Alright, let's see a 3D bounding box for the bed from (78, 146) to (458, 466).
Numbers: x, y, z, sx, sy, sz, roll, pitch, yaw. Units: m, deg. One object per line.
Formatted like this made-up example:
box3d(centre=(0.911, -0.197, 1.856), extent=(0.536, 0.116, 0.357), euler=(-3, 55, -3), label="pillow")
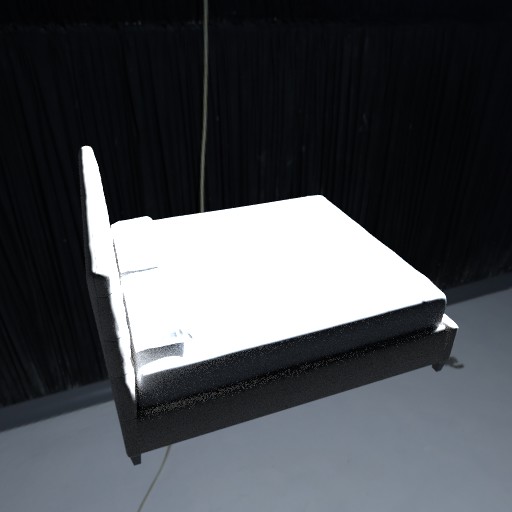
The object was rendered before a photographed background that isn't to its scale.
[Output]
box3d(centre=(0.000, 0.000, 3.522), extent=(2.387, 1.427, 2.078), euler=(-11, 32, -17), label="bed")
